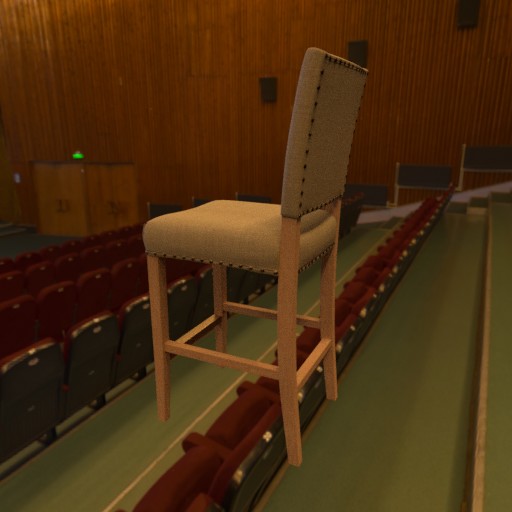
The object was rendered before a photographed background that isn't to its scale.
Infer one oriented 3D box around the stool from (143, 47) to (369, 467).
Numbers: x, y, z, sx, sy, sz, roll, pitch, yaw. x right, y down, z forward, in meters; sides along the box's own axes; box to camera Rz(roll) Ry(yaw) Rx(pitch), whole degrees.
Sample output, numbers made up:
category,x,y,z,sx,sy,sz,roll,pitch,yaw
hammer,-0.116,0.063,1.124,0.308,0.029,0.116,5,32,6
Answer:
category,x,y,z,sx,sy,sz,roll,pitch,yaw
stool,0.000,0.000,1.467,0.585,1.173,0.445,8,18,25
